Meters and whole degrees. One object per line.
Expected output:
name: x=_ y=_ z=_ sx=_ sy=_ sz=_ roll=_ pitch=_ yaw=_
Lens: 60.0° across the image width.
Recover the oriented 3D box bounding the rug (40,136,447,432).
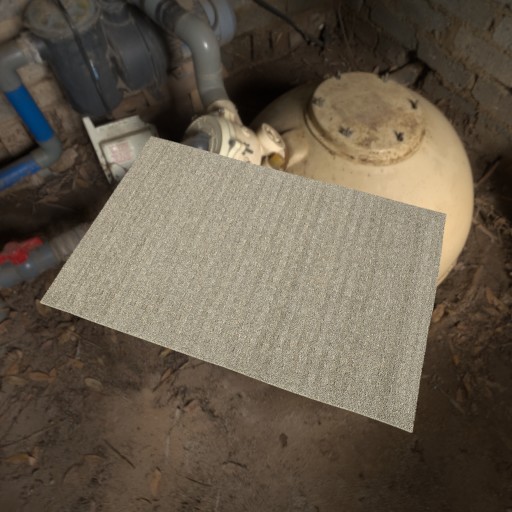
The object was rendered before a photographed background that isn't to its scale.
rug: x=0.000 y=0.000 z=2.916 sx=2.297 sy=0.018 sz=1.532 roll=17 pitch=60 yaw=10
